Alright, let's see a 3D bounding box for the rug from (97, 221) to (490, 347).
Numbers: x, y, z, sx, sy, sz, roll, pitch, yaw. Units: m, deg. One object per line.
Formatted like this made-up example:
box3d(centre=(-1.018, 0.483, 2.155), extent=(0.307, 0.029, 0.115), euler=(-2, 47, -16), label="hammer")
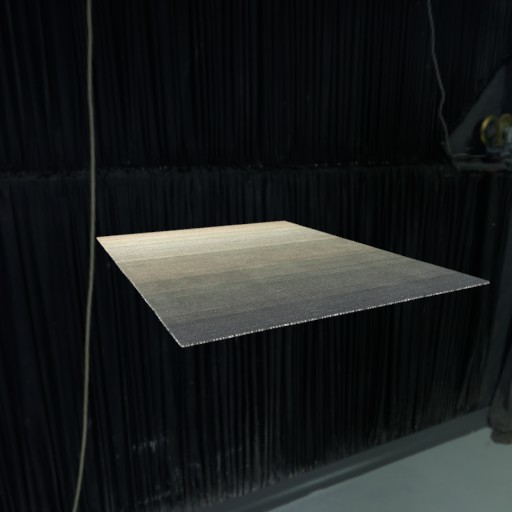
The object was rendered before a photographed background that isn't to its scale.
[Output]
box3d(centre=(0.000, 0.000, 3.957), extent=(2.315, 0.015, 2.932), euler=(-7, 16, -26), label="rug")
